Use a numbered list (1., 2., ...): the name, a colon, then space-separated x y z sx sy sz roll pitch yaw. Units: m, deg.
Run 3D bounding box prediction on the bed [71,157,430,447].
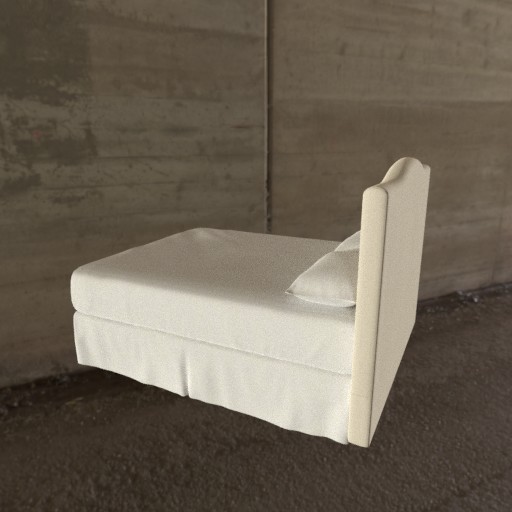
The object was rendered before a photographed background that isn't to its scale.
1. bed: 0.000 0.000 3.259 2.143 1.460 1.753 7 17 25
